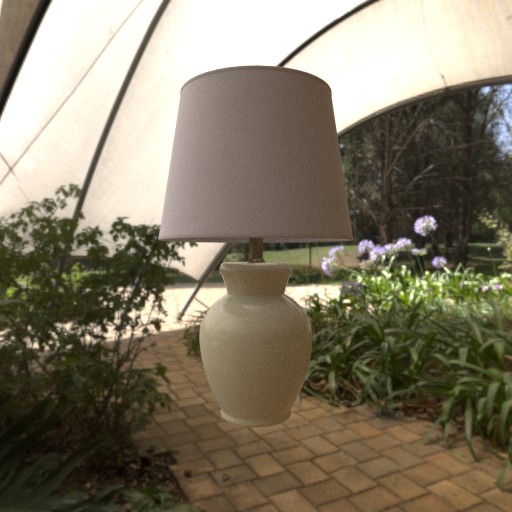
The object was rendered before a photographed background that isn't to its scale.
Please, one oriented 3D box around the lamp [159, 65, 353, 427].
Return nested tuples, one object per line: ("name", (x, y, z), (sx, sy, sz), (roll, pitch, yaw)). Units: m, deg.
("lamp", (0.000, 0.000, 0.557), (0.239, 0.399, 0.239), (0, 0, 0))
